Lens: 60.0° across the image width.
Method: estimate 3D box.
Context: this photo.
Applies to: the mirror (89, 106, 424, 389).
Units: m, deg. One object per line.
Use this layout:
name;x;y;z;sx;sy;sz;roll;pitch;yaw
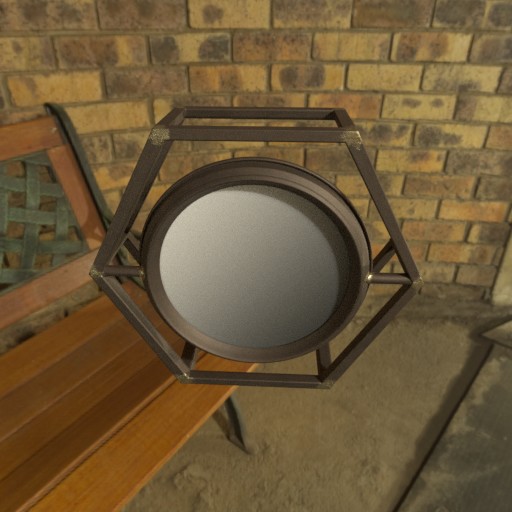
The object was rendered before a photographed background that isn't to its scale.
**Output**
mirror;0.000;0.000;0.548;0.380;0.334;0.119;2;29;3
